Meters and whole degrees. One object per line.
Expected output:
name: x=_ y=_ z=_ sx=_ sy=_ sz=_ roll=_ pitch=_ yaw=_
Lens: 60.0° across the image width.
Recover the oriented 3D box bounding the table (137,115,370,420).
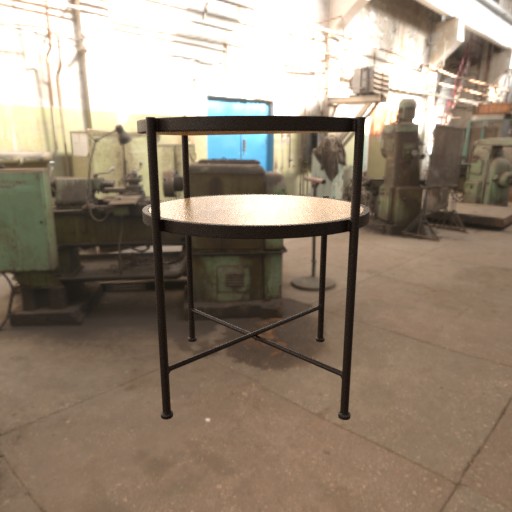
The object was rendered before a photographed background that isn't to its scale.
table: x=0.000 y=0.000 z=1.182 sx=0.628 sy=0.684 sz=0.629 roll=-14 pitch=20 yaw=-43
